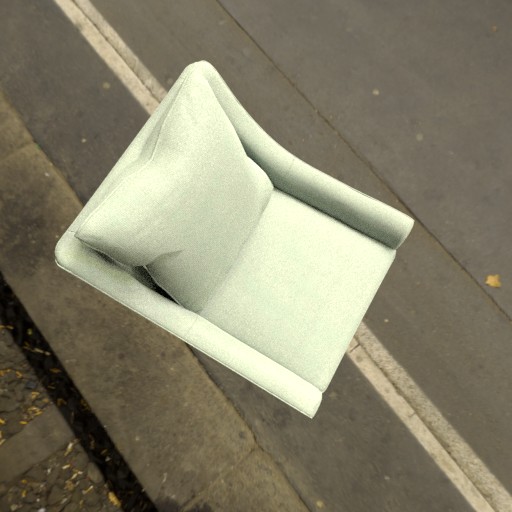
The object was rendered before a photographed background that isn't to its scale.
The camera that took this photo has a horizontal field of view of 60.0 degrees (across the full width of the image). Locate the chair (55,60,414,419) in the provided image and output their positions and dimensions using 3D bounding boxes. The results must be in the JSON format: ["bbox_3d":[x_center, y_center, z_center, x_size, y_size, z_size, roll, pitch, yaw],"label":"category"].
[{"bbox_3d":[0.000,0.000,1.559,0.870,0.926,0.760,29,77,8],"label":"chair"}]
